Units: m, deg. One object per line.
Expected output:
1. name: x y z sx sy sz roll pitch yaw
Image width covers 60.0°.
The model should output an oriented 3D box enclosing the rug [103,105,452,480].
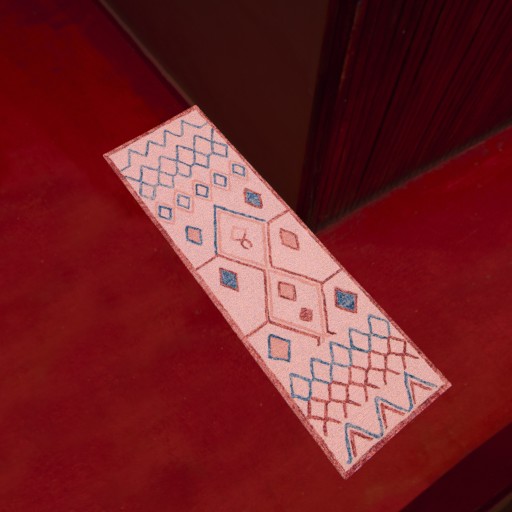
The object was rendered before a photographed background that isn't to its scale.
1. rug: 0.000 0.000 2.653 0.750 0.011 2.435 -34 69 -15
